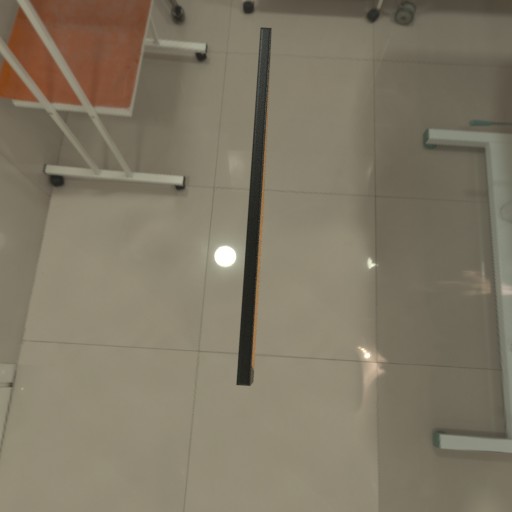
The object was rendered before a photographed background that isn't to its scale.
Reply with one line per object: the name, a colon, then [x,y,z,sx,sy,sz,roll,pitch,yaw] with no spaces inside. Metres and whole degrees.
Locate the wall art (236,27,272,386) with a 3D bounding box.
wall art: [0.000,0.000,0.871,0.016,0.657,0.480,3,75,1]
